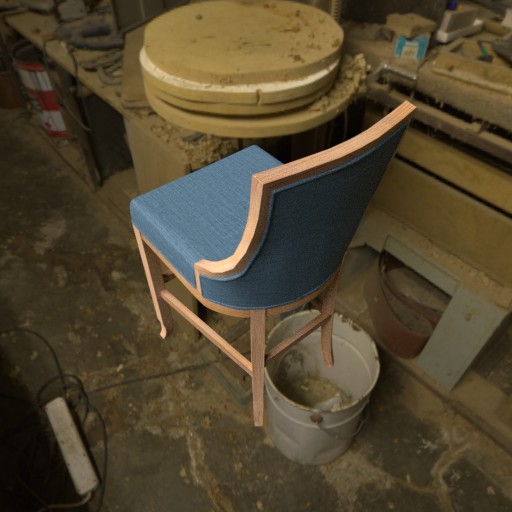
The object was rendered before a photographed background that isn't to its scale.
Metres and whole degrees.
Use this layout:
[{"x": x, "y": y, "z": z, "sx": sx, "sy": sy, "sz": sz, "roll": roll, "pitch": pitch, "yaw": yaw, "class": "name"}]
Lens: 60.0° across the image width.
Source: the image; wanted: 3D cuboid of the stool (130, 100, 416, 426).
[{"x": 0.000, "y": 0.000, "z": 1.405, "sx": 0.524, "sy": 1.101, "sz": 0.626, "roll": -31, "pitch": 53, "yaw": -26, "class": "stool"}]
